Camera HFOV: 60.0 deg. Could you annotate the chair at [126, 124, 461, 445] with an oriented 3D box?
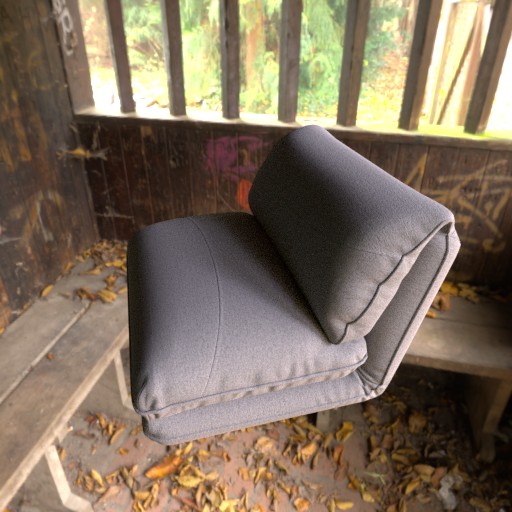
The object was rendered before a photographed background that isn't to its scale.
[{"bbox_3d":[0.000,0.000,1.328,0.780,0.580,0.820,-8,31,-13],"label":"chair"}]
